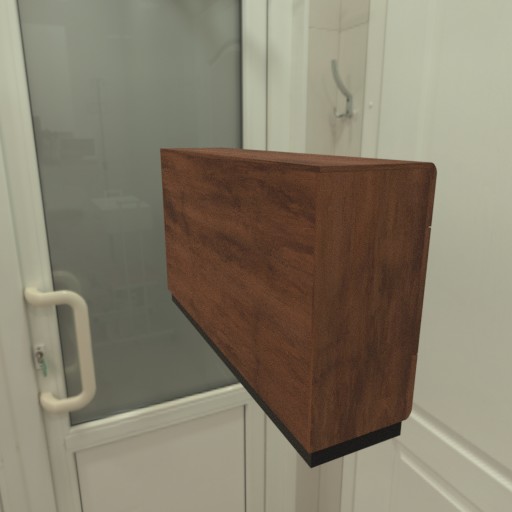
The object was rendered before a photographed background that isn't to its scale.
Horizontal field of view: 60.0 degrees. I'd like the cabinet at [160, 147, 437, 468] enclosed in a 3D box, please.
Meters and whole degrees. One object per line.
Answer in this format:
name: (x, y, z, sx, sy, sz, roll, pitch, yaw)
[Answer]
cabinet: (0.000, 0.000, 1.986, 0.420, 0.900, 1.600, -7, 17, -25)
